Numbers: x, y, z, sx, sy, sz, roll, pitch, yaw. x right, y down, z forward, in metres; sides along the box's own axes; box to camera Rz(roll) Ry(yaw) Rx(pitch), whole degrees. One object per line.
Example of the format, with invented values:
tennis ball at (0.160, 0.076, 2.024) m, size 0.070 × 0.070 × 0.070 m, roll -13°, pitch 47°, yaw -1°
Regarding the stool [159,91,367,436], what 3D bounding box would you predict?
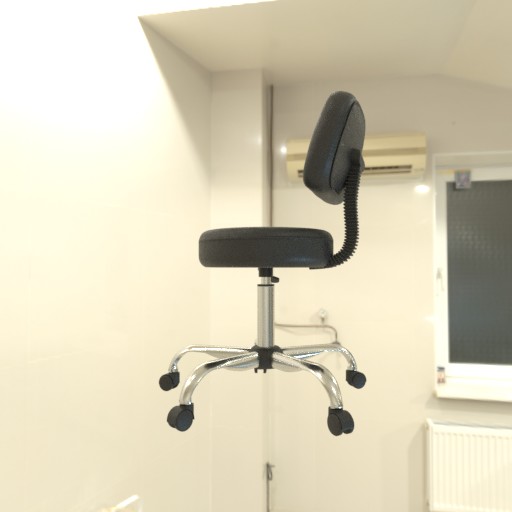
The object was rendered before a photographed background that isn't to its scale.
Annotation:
stool at (0.000, 0.000, 1.355) m, size 0.648 × 0.862 × 0.673 m, roll 0°, pitch -1°, yaw 18°
